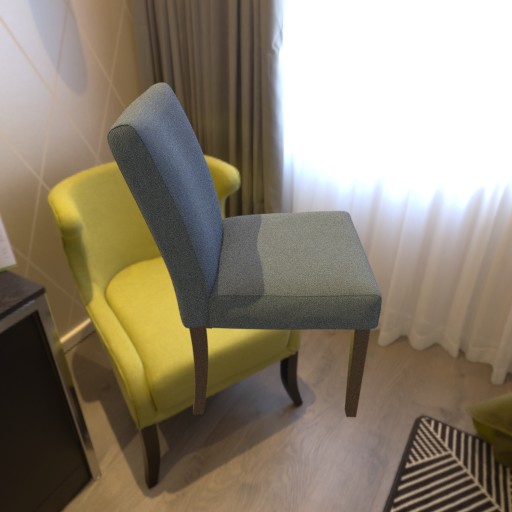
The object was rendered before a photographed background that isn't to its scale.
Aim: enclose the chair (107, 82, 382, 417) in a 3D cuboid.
[{"bbox_3d":[0.000,0.000,1.288,0.629,0.882,0.487,0,32,0],"label":"chair"}]
